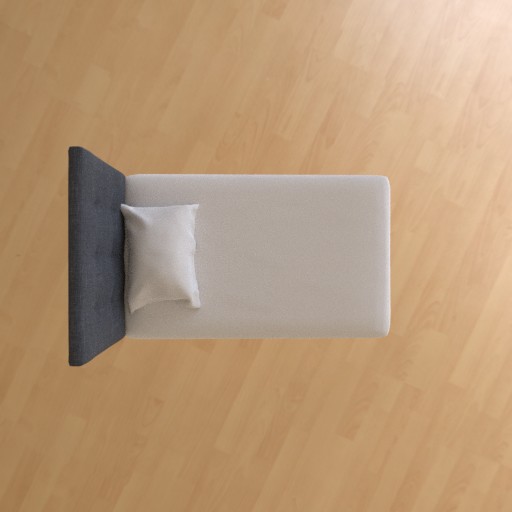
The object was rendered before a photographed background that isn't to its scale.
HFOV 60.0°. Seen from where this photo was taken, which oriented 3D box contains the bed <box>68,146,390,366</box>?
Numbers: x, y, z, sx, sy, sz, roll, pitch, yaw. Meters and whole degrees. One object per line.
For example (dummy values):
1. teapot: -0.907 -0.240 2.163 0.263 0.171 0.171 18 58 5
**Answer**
1. bed: 0.000 0.000 3.069 1.997 1.571 1.261 0 90 -1
